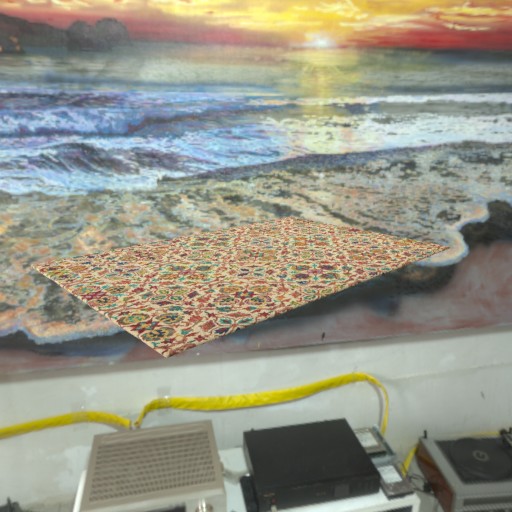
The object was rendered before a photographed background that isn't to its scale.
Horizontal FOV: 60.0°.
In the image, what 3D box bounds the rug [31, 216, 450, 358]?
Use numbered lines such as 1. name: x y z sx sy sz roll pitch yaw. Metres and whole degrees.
1. rug: 0.000 0.000 2.315 1.838 0.013 1.226 -14 21 -41
